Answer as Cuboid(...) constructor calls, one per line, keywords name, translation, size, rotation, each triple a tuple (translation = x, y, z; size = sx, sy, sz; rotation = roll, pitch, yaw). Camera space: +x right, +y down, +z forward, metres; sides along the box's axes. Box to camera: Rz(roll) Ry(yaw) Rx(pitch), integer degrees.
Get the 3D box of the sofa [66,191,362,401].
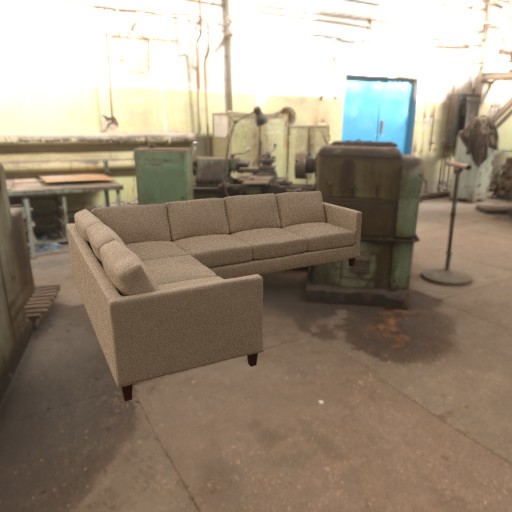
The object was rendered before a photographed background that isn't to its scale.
Cuboid(name="sofa", translation=(0.000, 0.000, 4.337), size=(3.182, 0.863, 2.432), rotation=(-9, 18, -27))
